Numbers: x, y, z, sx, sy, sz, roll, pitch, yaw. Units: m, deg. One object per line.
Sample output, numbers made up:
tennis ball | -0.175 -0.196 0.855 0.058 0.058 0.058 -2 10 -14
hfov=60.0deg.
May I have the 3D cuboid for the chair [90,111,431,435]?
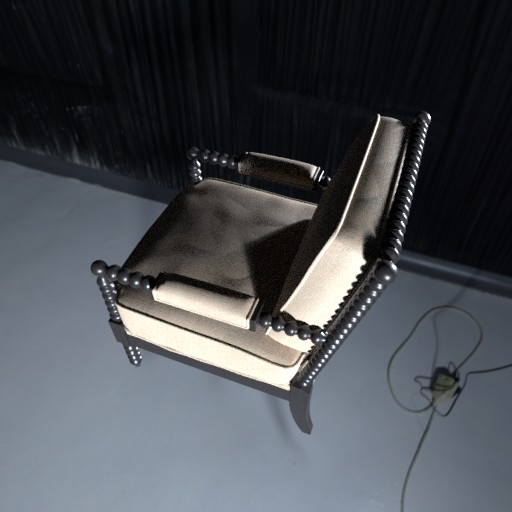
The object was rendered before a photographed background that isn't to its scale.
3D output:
chair | 0.000 0.000 1.168 0.657 0.703 0.555 16 50 14
